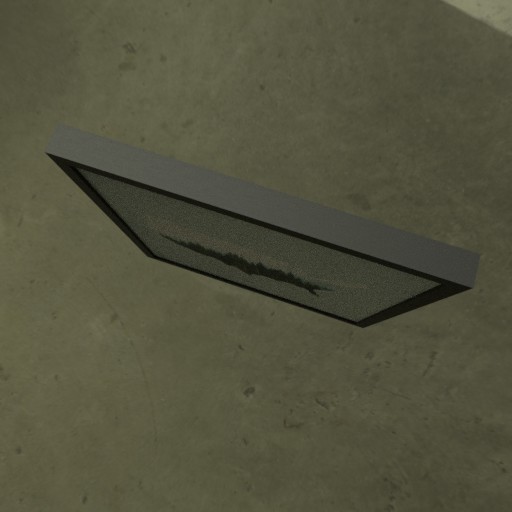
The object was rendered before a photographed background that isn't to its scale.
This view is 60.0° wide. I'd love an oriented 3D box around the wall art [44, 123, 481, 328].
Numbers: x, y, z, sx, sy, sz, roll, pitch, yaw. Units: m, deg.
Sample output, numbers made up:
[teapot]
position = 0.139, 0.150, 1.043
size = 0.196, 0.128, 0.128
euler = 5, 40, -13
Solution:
[wall art]
position = 0.000, 0.000, 0.750
size = 0.509, 0.509, 0.040
euler = 18, 77, 4
